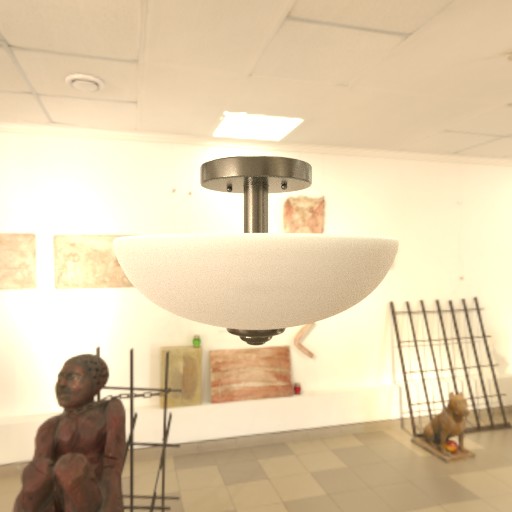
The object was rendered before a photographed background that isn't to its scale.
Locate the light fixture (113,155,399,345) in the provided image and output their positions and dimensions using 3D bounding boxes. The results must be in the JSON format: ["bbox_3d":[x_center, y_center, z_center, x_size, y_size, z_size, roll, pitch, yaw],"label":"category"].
[{"bbox_3d":[0.000,0.000,0.538,0.330,0.214,0.330,0,0,0],"label":"light fixture"}]
